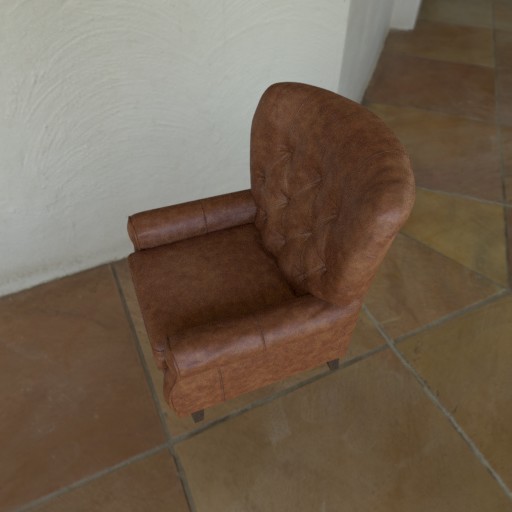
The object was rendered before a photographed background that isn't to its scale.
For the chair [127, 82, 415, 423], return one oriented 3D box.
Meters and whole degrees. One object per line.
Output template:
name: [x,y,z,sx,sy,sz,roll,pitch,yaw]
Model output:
chair: [0.000,0.000,1.915,1.059,1.164,0.951,-16,48,-15]
